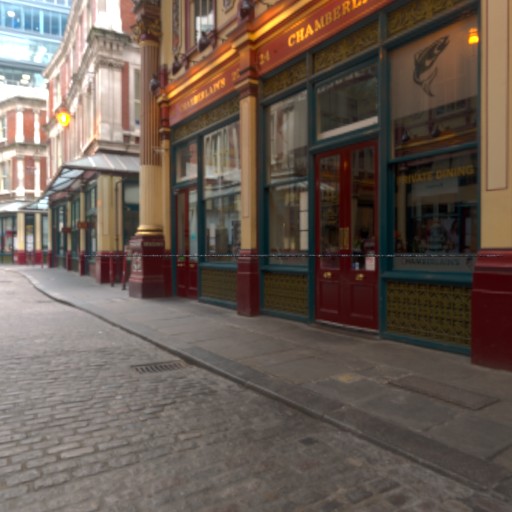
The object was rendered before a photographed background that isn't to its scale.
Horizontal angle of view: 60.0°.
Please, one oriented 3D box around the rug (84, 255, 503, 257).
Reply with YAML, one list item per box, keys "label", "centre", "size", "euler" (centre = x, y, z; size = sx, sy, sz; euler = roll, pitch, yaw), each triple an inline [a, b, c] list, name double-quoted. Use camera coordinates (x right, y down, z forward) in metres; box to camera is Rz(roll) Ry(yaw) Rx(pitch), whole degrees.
- label: "rug"
  centre: [0.000, 0.000, 2.232]
  size: [1.219, 0.005, 1.828]
  euler: [0, 0, -35]
